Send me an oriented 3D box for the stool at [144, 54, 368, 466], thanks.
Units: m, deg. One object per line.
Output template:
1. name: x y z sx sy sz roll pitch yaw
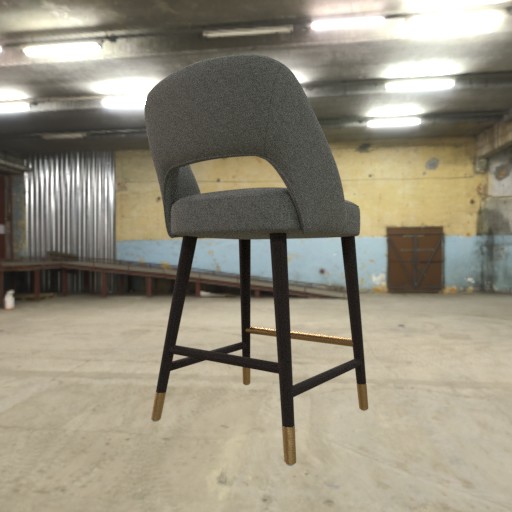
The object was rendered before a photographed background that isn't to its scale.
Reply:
1. stool: 0.000 0.000 1.257 0.536 0.925 0.524 0 0 36
